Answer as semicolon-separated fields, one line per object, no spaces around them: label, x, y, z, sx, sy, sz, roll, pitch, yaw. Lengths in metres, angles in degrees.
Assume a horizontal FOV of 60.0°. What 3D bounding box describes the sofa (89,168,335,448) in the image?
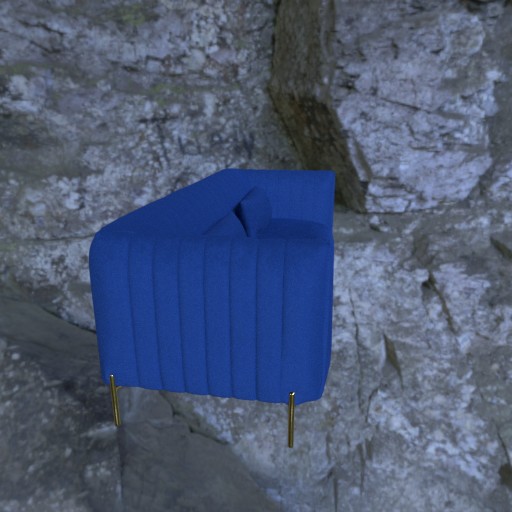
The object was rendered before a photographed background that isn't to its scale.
sofa;0.000;0.000;2.558;0.896;0.793;2.136;3;18;10
